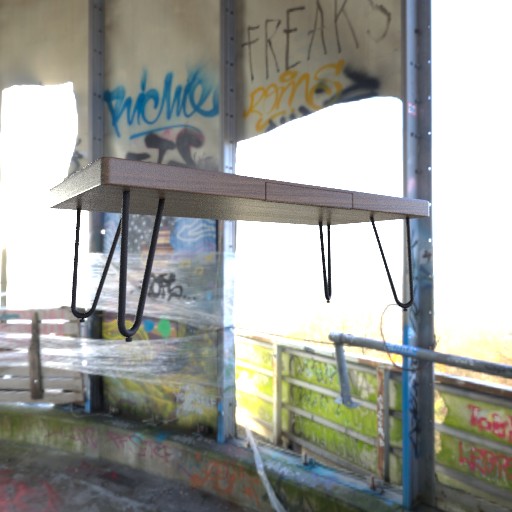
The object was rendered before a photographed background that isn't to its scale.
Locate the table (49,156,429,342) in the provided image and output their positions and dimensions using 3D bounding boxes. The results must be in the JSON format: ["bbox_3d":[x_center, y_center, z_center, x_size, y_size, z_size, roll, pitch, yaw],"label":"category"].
[{"bbox_3d":[0.000,0.000,1.724,1.375,0.468,0.637,0,-1,-36],"label":"table"}]
